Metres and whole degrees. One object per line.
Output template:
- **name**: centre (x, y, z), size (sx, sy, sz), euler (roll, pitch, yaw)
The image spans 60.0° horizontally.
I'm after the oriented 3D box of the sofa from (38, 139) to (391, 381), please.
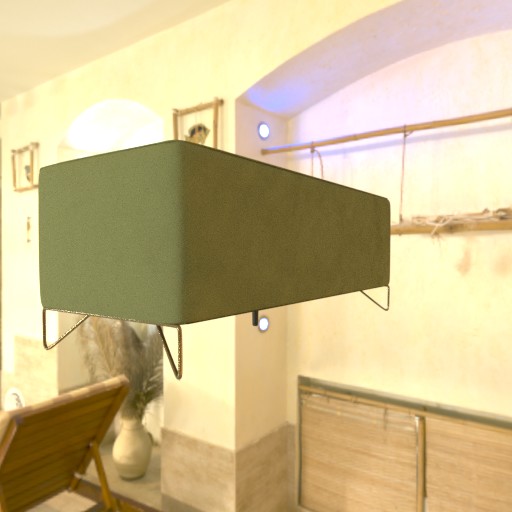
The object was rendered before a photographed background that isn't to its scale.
- **sofa**: centre (0.000, 0.000, 2.491), size (0.867, 0.789, 2.087), euler (1, 1, 35)
